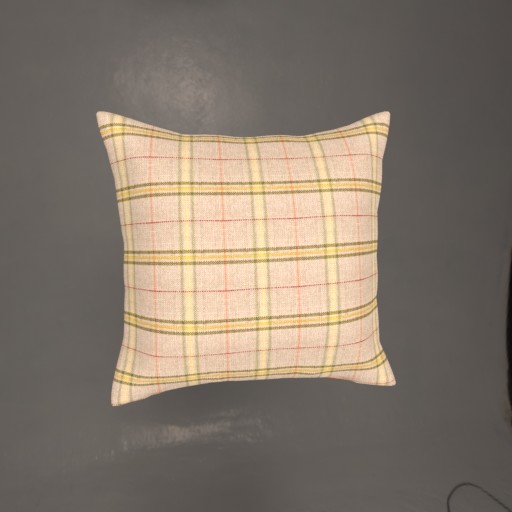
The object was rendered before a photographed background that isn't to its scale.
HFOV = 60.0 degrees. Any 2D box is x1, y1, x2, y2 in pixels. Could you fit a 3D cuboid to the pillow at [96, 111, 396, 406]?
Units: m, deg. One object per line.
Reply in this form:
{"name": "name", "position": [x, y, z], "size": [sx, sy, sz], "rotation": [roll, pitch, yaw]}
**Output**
{"name": "pillow", "position": [0.000, 0.000, 0.684], "size": [0.453, 0.430, 0.200], "rotation": [-3, 17, -9]}
